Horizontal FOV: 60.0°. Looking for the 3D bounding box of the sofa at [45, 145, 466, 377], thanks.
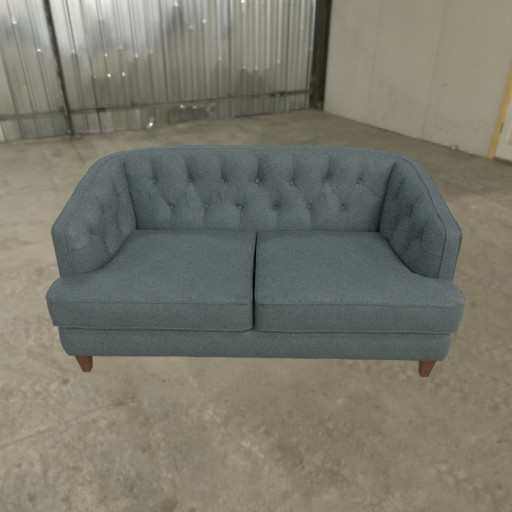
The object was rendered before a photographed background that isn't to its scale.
[{"bbox_3d":[0.000,0.000,2.184,1.733,0.855,0.941,1,30,1],"label":"sofa"}]
